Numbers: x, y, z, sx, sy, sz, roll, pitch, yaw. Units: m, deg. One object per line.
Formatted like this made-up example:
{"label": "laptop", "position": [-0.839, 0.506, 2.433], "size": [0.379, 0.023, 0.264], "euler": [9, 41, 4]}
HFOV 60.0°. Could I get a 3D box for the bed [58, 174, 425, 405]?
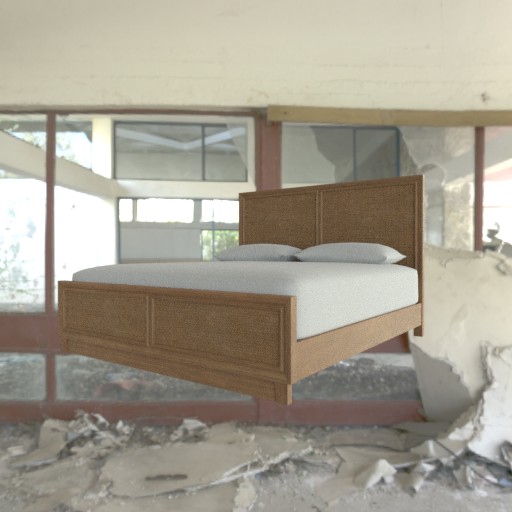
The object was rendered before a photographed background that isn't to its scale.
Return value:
{"label": "bed", "position": [0.000, 0.000, 3.537], "size": [2.003, 1.387, 2.184], "euler": [0, 1, 36]}
